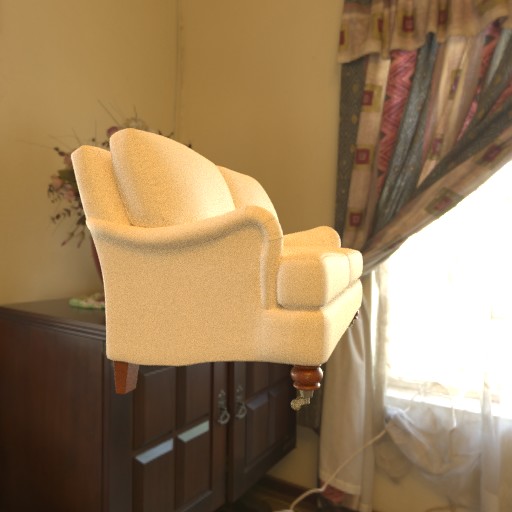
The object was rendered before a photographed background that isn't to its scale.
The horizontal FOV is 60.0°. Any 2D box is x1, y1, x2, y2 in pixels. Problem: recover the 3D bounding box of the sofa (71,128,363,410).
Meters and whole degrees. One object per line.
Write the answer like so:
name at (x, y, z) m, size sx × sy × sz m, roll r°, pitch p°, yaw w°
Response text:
sofa at (0.000, 0.000, 2.534) m, size 1.084 × 1.101 × 1.853 m, roll 0°, pitch 1°, yaw 18°
